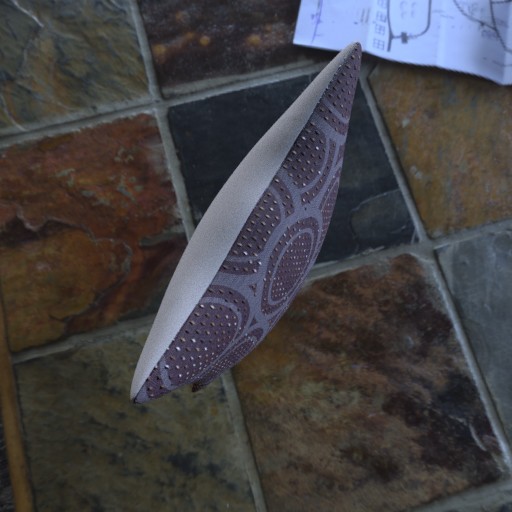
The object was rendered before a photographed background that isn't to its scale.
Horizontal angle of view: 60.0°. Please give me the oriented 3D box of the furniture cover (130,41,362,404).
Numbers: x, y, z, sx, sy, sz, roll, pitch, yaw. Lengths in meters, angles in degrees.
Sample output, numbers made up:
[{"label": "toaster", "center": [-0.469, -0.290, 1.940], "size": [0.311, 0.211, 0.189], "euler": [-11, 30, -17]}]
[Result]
[{"label": "furniture cover", "center": [0.000, 0.000, 0.788], "size": [0.193, 0.509, 0.552], "euler": [29, 77, 8]}]
